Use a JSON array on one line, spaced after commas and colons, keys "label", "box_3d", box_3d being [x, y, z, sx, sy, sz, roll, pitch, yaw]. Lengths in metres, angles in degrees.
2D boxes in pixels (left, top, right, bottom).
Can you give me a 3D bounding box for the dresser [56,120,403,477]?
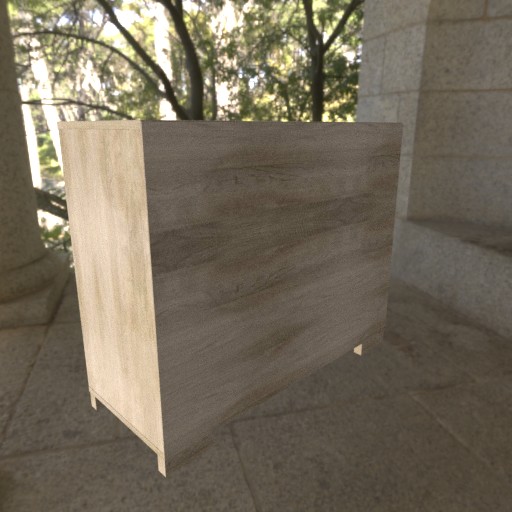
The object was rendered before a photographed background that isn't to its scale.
[{"label": "dresser", "box_3d": [0.000, 0.000, 1.410, 0.994, 0.816, 0.404, -15, 22, -42]}]
